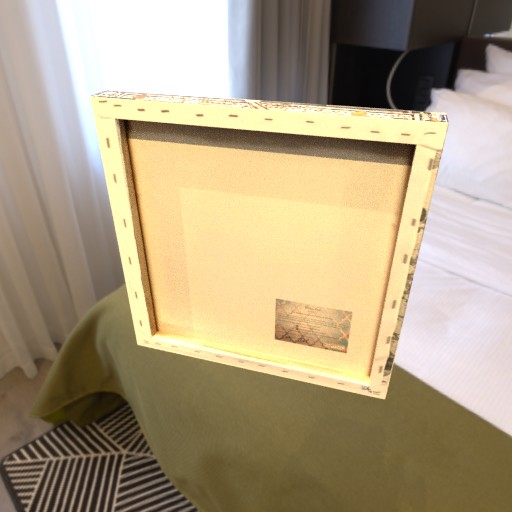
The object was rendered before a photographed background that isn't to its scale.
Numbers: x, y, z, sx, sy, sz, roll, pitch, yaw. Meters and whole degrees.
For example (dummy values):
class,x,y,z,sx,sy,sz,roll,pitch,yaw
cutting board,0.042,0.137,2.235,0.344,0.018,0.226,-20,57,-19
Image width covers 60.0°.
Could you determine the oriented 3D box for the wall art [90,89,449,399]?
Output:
class,x,y,z,sx,sy,sz,roll,pitch,yaw
wall art,0.000,0.000,0.614,0.411,0.410,0.038,9,33,14
